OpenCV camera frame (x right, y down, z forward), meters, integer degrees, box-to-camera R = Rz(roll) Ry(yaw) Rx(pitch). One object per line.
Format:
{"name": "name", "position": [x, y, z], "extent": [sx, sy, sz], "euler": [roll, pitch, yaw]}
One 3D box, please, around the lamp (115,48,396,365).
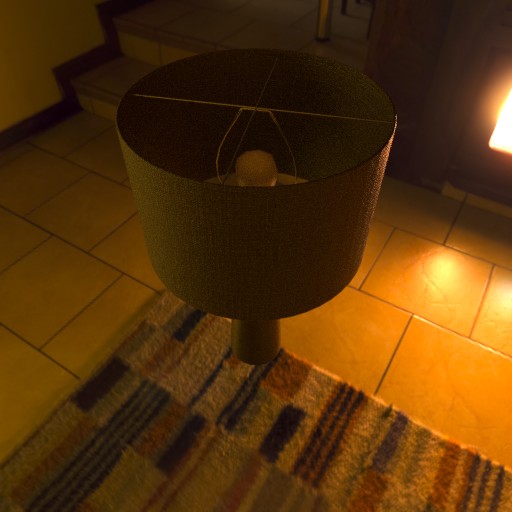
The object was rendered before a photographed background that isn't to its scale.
{"name": "lamp", "position": [0.000, 0.000, 0.664], "extent": [0.303, 0.488, 0.303], "euler": [0, 46, 0]}
